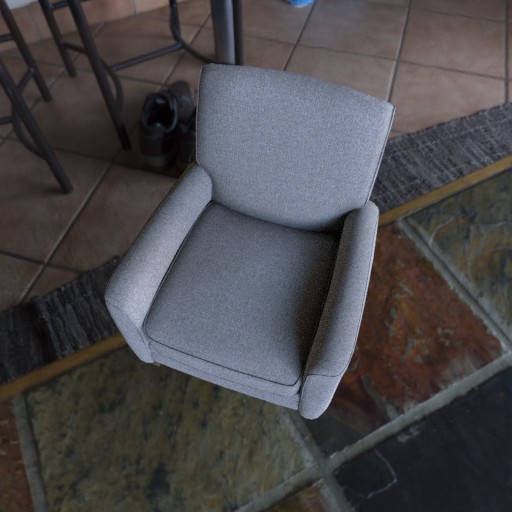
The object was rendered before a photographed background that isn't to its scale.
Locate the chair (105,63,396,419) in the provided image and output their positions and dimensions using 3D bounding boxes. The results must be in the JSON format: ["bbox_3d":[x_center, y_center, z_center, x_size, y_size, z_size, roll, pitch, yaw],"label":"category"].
[{"bbox_3d":[0.000,0.000,1.658,0.848,1.014,0.864,16,58,10],"label":"chair"}]
